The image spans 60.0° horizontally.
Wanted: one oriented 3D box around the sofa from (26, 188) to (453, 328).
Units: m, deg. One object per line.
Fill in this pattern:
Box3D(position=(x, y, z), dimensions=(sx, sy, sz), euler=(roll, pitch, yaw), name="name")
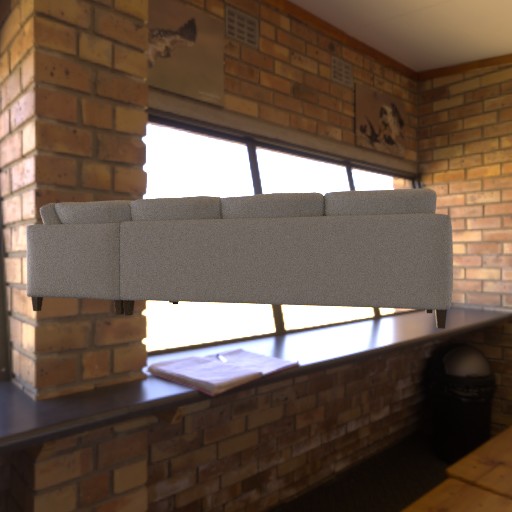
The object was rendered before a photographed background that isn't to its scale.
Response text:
Box3D(position=(0.000, 0.000, 4.415), dimensions=(3.333, 0.934, 2.522), euler=(0, 0, 16), name="sofa")
